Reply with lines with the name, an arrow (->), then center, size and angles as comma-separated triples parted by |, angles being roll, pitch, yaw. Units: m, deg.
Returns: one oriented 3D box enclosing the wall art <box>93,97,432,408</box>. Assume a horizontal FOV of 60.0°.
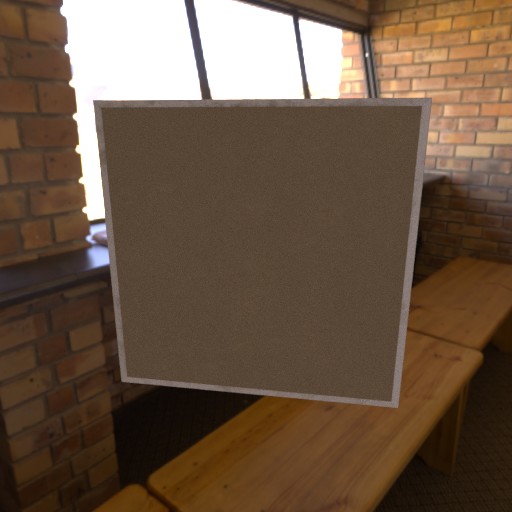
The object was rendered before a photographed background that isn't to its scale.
wall art -> 0.000, 0.000, 0.456 | 0.305, 0.303, 0.038 | 3, 17, 9
